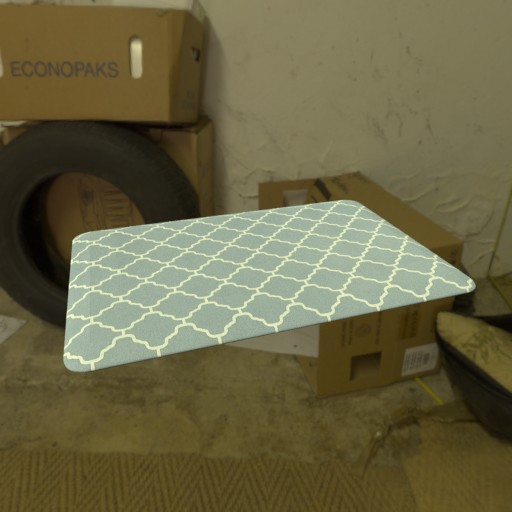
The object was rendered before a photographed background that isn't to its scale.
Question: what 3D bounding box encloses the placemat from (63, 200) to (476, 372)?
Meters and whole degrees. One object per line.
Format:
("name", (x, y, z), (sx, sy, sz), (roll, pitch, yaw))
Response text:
("placemat", (0.000, 0.000, 0.959), (0.762, 0.021, 0.508), (-9, 29, -16))
